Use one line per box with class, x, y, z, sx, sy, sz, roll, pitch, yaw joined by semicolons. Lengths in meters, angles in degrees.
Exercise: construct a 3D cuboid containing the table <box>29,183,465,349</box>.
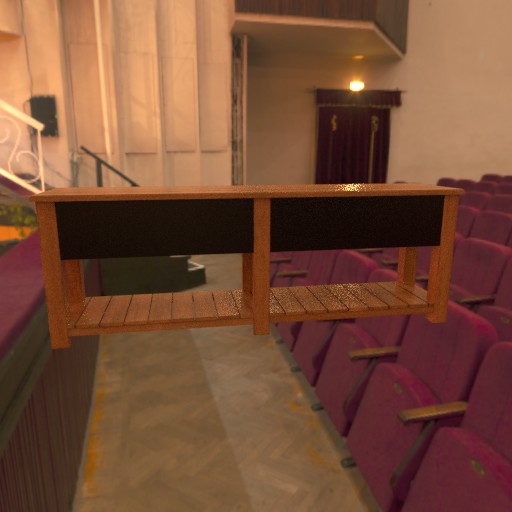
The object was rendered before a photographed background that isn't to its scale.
table;0.000;0.000;2.097;1.815;0.635;0.425;-2;13;-9
